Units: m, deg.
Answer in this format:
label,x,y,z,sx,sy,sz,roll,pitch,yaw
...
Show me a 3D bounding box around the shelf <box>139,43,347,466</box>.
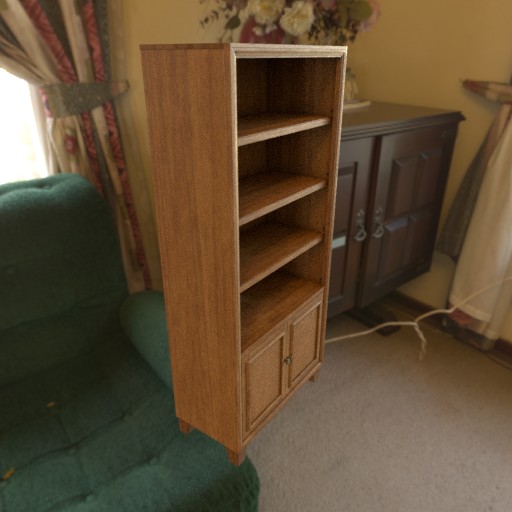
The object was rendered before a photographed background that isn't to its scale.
label,x,y,z,sx,sy,sz,roll,pitch,yaw
shelf,0.000,0.000,2.250,0.453,1.930,0.864,17,29,32
